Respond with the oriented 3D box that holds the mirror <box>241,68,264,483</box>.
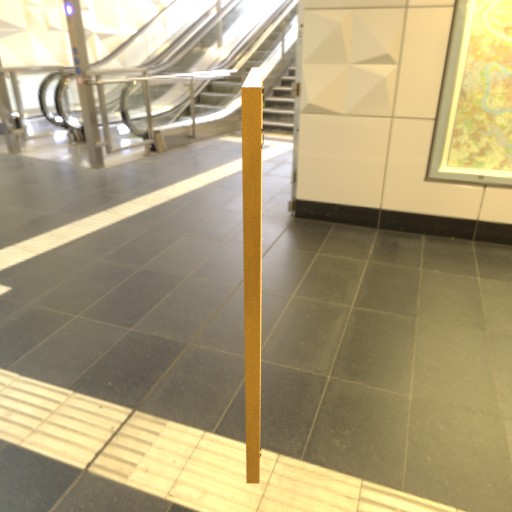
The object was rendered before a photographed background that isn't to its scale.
[{"bbox_3d":[0.000,0.000,1.338,0.040,1.016,0.762,0,25,1],"label":"mirror"}]
